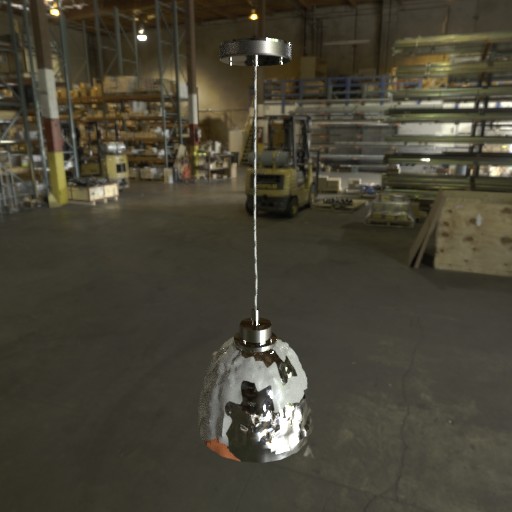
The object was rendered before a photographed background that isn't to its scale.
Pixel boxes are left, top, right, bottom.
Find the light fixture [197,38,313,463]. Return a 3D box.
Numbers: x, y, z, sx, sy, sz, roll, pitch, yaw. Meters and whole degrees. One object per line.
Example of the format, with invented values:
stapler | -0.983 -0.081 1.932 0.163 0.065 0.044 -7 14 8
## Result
light fixture | 0.000 0.000 1.736 0.496 1.511 0.500 3 16 9
